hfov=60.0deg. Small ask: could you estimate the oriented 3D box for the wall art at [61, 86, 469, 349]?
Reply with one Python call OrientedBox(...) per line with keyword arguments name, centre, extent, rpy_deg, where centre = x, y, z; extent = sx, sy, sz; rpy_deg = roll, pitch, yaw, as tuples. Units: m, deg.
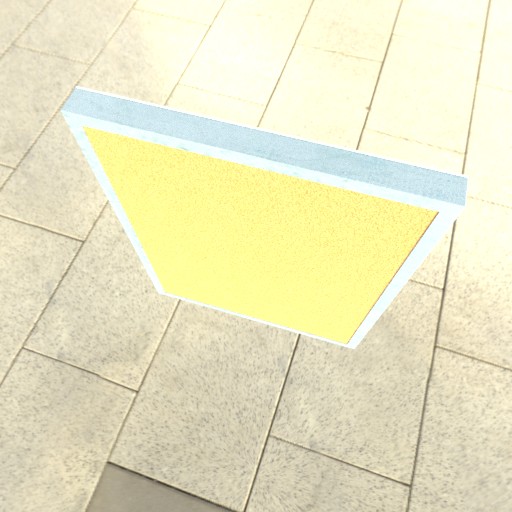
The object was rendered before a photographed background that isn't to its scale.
OrientedBox(name="wall art", centre=(0.000, 0.000, 0.665), extent=(0.409, 0.509, 0.037), rpy_deg=(15, 65, 7))
